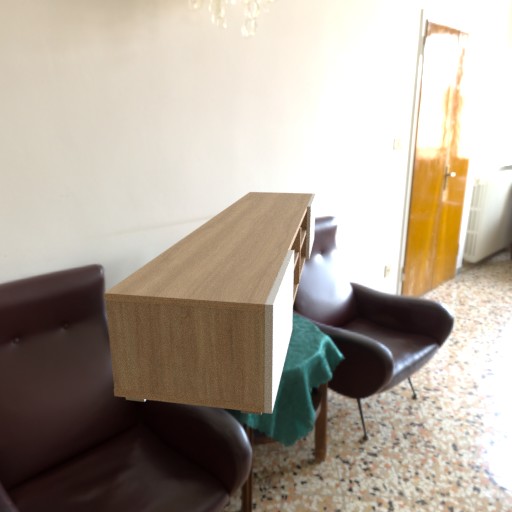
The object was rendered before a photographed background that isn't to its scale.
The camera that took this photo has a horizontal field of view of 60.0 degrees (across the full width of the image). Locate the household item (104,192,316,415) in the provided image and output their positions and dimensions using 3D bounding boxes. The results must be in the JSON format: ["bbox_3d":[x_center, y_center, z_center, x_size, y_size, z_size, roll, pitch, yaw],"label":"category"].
[{"bbox_3d":[0.000,0.000,1.970,0.420,0.310,1.850,3,16,10],"label":"household item"}]
